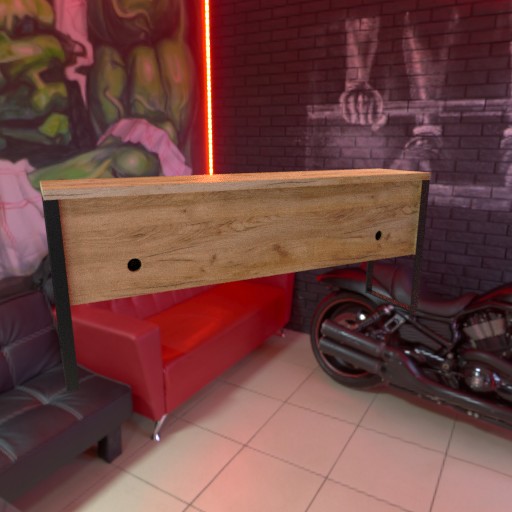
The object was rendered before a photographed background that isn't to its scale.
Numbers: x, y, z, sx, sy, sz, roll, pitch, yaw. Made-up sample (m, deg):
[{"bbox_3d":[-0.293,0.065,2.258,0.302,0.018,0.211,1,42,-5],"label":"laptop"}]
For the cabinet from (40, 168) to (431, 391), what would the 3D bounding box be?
[{"bbox_3d":[0.000,0.000,2.146,1.800,0.762,0.395,-7,16,-26],"label":"cabinet"}]
